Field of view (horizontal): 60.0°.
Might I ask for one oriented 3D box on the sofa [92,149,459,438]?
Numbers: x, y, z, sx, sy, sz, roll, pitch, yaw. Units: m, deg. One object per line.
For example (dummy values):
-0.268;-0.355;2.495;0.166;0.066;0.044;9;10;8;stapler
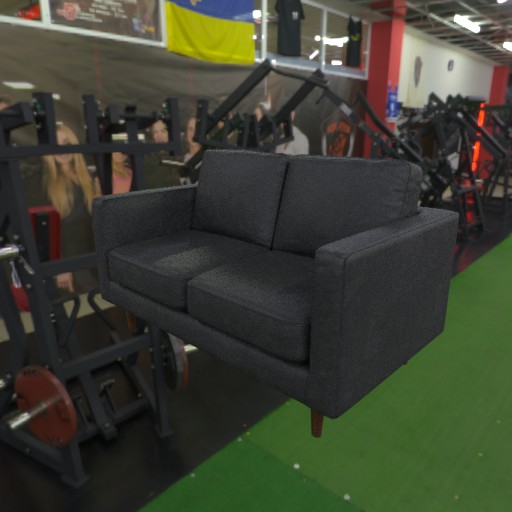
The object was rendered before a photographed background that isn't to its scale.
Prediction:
0.000;0.000;2.012;1.430;0.899;0.879;15;23;41;sofa
